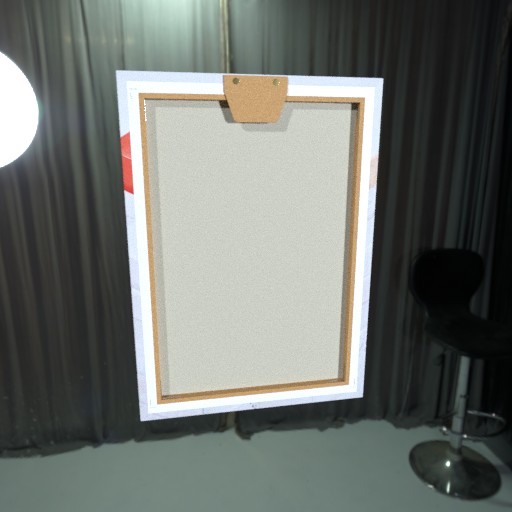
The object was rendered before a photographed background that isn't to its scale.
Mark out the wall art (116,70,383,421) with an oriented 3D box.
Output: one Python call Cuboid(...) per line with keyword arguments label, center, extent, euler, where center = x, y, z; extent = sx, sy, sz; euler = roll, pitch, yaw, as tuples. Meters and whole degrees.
Cuboid(label="wall art", center=(0.000, 0.000, 1.111), extent=(0.613, 0.848, 0.036), euler=(-3, 14, -10))
